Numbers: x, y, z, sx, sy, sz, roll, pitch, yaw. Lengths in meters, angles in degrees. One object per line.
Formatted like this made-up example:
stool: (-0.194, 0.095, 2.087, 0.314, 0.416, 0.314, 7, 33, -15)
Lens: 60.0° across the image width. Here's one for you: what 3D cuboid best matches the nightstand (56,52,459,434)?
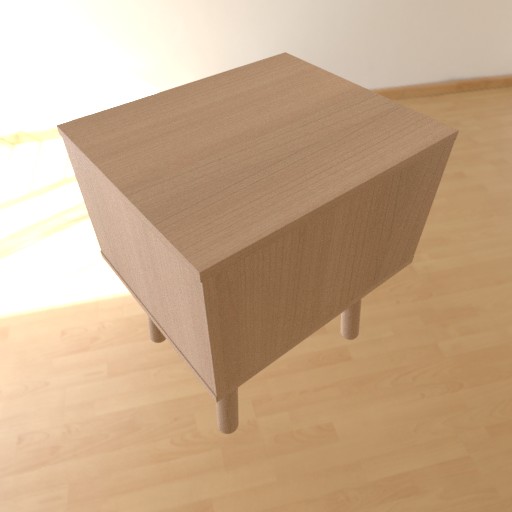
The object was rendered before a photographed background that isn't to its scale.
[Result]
nightstand: (0.000, 0.000, 0.835, 0.450, 0.530, 0.380, -30, 52, -26)
